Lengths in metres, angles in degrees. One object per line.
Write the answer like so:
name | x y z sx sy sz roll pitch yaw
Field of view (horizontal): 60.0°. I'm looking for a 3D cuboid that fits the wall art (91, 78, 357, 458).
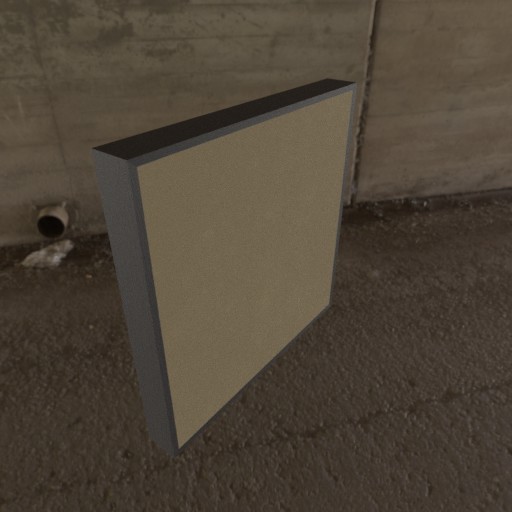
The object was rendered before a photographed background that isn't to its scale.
wall art | 0.000 0.000 0.459 0.036 0.300 0.302 23 39 32
